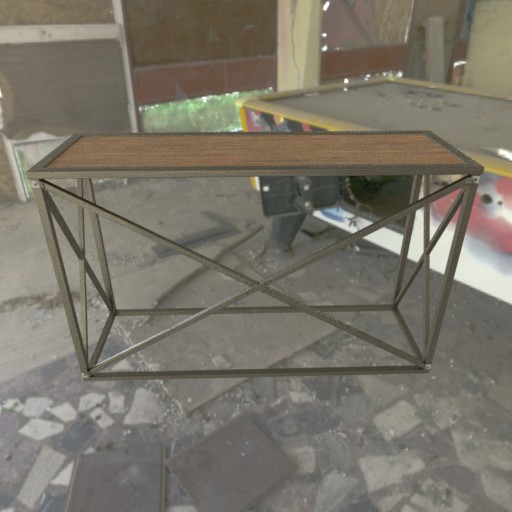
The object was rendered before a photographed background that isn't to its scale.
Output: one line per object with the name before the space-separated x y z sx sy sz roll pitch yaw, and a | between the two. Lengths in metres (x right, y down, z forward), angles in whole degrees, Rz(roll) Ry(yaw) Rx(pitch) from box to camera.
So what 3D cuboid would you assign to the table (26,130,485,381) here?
table | 0.000 0.000 1.531 1.216 0.753 0.402 -1 30 -2
